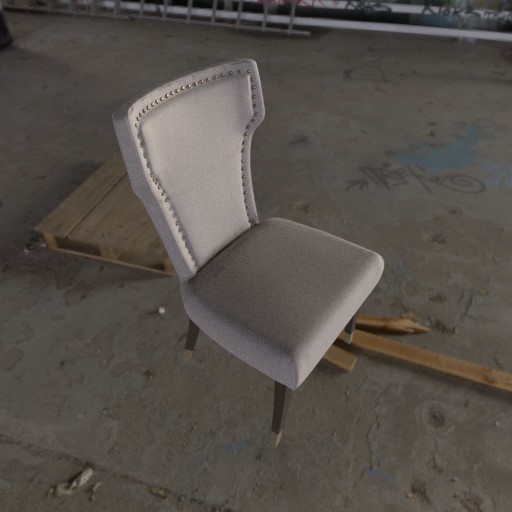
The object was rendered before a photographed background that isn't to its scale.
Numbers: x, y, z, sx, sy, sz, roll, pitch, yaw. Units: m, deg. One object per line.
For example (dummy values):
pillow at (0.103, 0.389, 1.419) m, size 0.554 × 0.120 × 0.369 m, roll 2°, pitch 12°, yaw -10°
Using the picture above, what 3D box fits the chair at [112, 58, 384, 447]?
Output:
chair at (0.000, 0.000, 1.332) m, size 0.630 × 0.950 × 0.526 m, roll 26°, pitch 48°, yaw 26°
